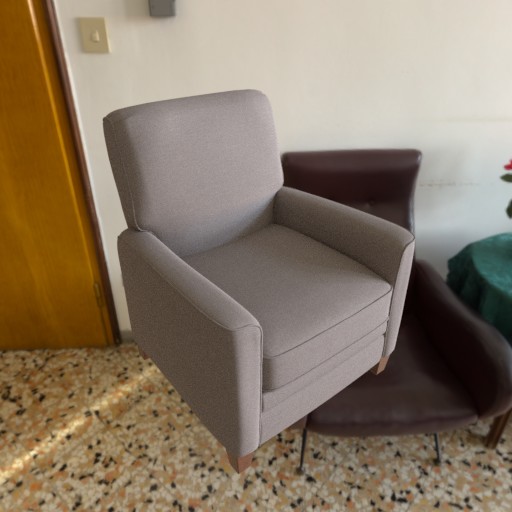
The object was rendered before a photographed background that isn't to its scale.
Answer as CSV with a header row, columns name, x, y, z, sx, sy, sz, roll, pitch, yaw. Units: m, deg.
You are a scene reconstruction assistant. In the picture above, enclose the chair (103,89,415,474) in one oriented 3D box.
name,x,y,z,sx,sy,sz,roll,pitch,yaw
chair,0.000,0.000,1.630,0.845,1.023,0.859,-22,37,-33
